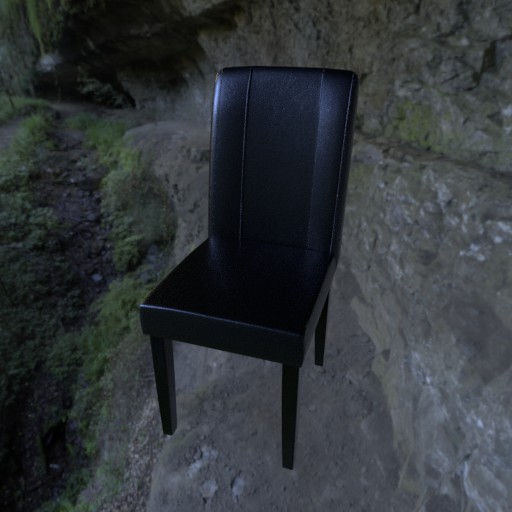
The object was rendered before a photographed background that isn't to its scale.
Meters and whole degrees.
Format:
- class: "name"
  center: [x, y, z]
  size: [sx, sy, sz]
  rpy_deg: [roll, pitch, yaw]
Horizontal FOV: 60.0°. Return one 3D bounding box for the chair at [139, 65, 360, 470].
- class: "chair"
  center: [0.000, 0.000, 1.176]
  size: [0.399, 0.897, 0.556]
  rpy_deg: [8, 28, 16]
